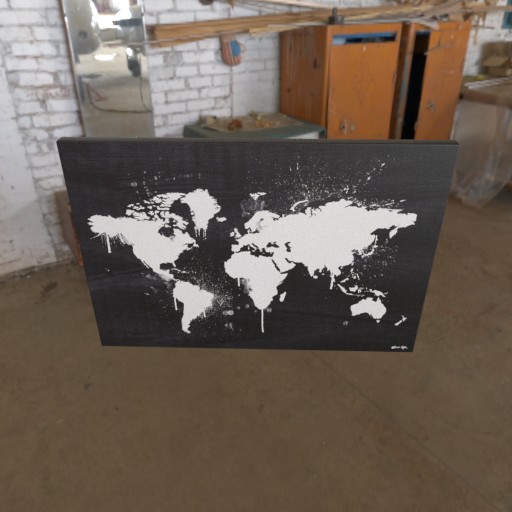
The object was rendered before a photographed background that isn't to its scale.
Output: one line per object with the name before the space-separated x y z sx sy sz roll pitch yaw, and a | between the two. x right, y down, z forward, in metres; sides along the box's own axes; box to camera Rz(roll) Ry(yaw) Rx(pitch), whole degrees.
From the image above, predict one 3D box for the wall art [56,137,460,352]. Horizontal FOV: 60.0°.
wall art | 0.000 0.000 1.164 0.912 0.612 0.038 1 30 1
